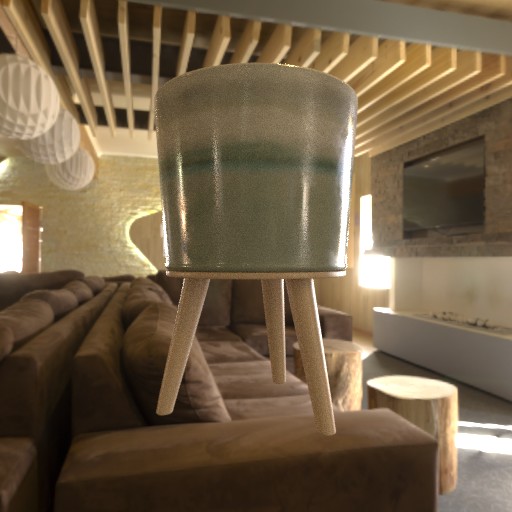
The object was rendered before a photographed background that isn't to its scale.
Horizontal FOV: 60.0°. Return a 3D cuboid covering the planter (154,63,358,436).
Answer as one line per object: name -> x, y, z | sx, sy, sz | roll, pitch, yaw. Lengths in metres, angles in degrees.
planter -> 0.000, 0.000, 0.590 | 0.265, 0.404, 0.265 | 0, 0, 1
